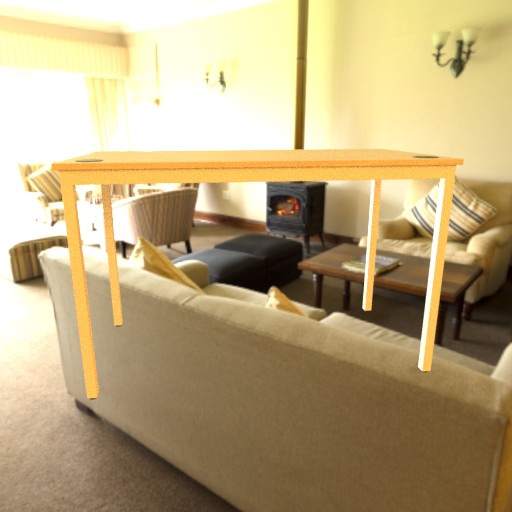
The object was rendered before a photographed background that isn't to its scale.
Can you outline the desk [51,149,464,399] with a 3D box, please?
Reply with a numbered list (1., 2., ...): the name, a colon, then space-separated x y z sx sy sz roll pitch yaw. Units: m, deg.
1. desk: 0.000 0.000 1.664 1.200 0.750 0.600 -2 17 -8
